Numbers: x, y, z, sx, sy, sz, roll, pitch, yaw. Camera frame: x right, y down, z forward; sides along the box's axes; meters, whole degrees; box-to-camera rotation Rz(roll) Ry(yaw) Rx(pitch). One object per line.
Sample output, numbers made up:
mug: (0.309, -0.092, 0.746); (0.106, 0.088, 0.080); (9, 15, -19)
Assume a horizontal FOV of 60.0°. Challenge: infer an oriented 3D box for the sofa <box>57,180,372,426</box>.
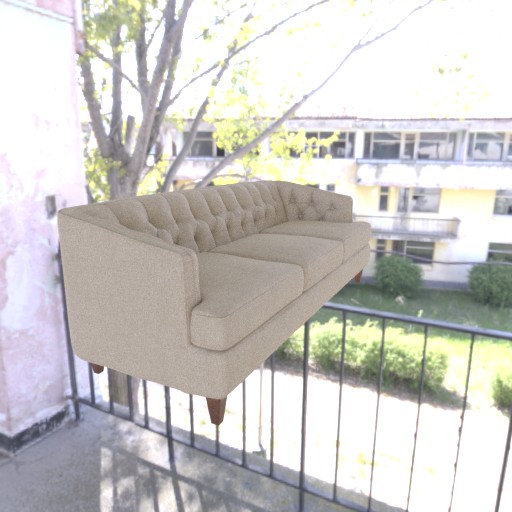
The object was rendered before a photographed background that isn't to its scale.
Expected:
sofa: (0.000, 0.000, 2.687); (0.913, 0.788, 2.235); (7, 15, 26)
